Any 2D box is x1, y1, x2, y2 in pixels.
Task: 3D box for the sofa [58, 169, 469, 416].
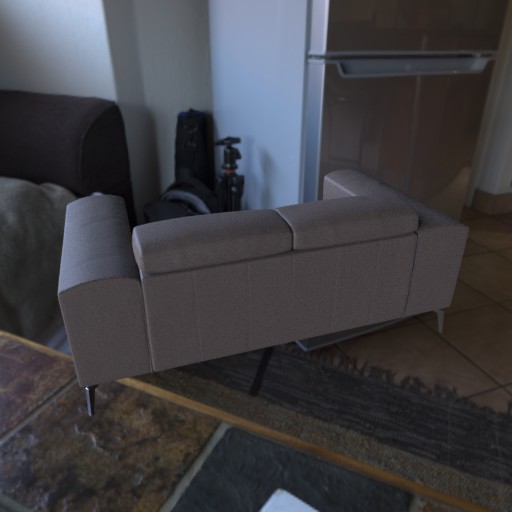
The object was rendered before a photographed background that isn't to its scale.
[{"bbox_3d":[0.000,0.000,2.399,1.895,0.779,1.003,-9,29,-17],"label":"sofa"}]
